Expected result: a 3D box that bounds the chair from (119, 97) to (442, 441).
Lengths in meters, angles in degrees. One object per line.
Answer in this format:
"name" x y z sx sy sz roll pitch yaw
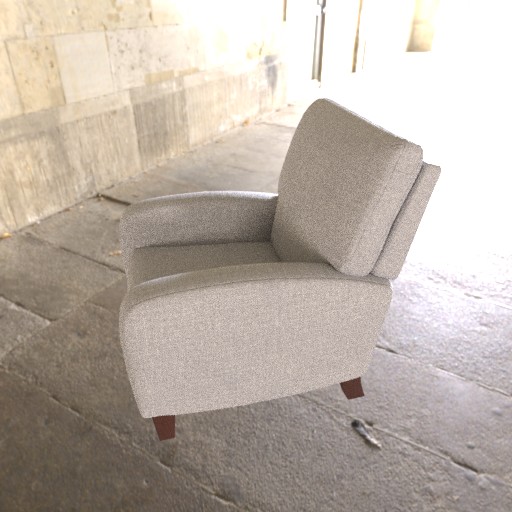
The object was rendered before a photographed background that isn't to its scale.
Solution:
"chair" 0.000 0.000 1.649 0.990 0.990 0.762 -8 32 -13
